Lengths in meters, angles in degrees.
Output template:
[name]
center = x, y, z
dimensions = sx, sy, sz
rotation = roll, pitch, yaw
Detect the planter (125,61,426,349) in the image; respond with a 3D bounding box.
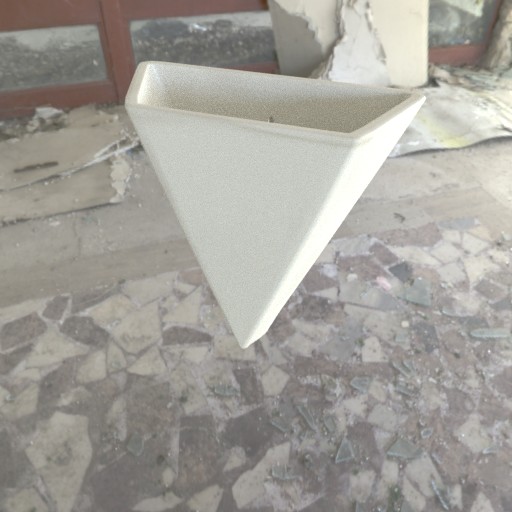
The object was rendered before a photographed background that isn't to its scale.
[planter]
center = 0.000, 0.000, 0.270
dimensions = 0.150, 0.197, 0.060
rotation = 12, 43, 14
